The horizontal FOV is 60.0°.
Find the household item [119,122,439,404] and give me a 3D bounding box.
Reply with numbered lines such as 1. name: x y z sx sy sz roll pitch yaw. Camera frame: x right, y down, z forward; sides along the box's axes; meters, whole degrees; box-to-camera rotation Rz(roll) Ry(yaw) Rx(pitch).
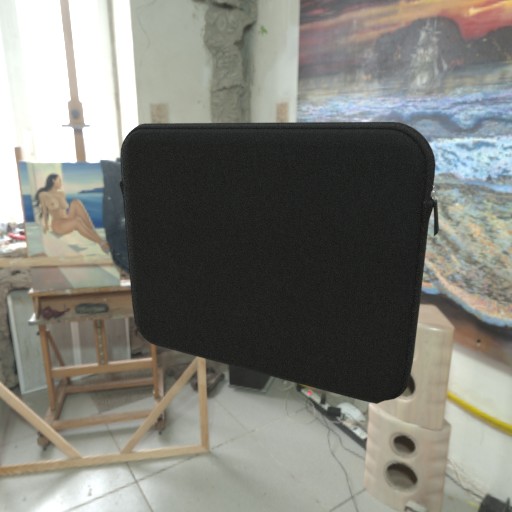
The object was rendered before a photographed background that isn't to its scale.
1. household item: 0.000 0.000 0.529 0.396 0.305 0.030 8 18 26
